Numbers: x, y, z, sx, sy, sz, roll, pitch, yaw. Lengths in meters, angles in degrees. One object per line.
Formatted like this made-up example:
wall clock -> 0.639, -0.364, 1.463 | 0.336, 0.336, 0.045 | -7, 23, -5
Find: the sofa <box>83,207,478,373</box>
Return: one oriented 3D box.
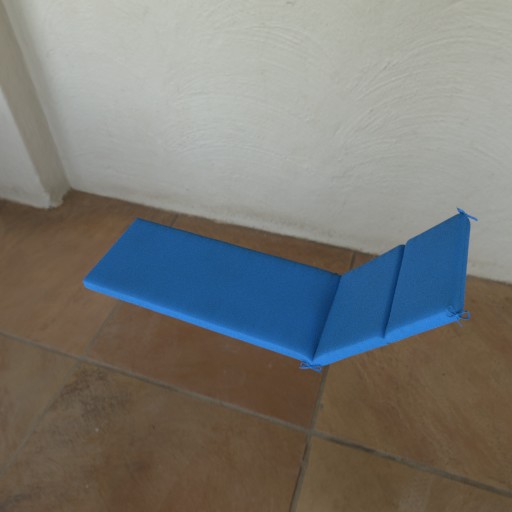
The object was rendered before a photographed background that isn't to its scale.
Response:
sofa -> 0.000, 0.000, 1.974 | 1.663, 0.622, 0.582 | 16, 48, 15
